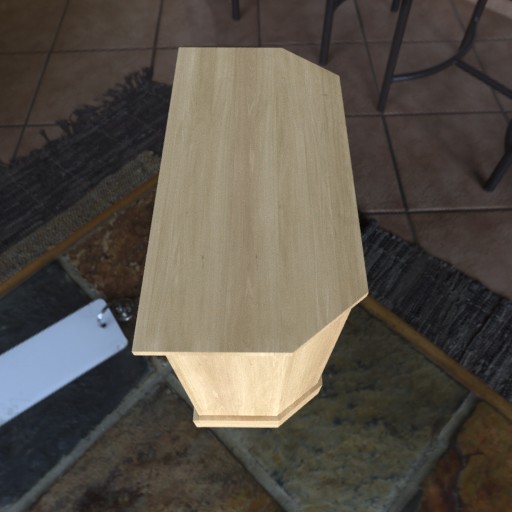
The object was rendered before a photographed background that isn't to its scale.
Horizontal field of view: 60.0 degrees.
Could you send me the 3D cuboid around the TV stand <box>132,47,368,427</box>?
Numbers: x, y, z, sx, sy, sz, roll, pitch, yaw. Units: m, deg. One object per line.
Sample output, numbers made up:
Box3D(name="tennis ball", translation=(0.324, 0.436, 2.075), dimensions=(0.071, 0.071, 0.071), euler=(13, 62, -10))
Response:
Box3D(name="TV stand", translation=(0.000, 0.000, 1.322), dimensions=(0.425, 0.781, 0.851), euler=(0, 59, 0))
